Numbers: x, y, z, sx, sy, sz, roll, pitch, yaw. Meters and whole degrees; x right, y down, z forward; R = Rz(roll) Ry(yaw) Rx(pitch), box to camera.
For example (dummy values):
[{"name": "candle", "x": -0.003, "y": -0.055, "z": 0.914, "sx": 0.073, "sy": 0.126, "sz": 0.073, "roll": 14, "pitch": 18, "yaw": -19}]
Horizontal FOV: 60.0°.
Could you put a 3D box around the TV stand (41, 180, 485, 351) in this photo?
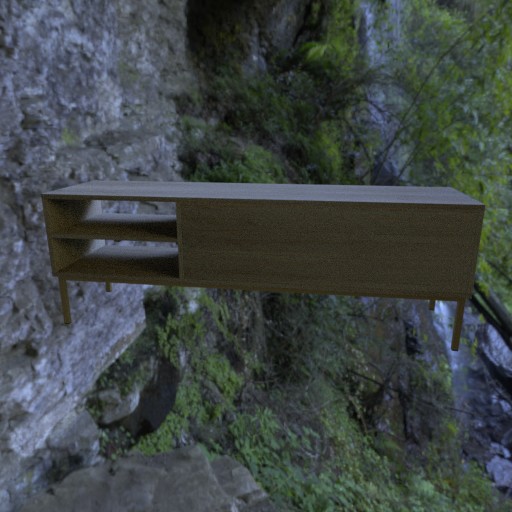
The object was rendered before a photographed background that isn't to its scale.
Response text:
[{"name": "TV stand", "x": 0.000, "y": 0.000, "z": 1.859, "sx": 1.600, "sy": 0.550, "sz": 0.420, "roll": 2, "pitch": 17, "yaw": 8}]
